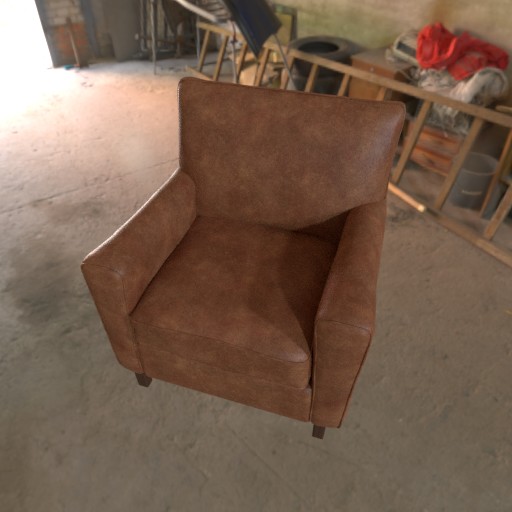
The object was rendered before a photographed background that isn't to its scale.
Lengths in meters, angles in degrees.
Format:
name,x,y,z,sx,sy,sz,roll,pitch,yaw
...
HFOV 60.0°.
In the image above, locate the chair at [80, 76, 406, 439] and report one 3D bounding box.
name,x,y,z,sx,sy,sz,roll,pitch,yaw
chair,0.000,0.000,1.592,0.870,0.943,0.823,12,42,13
